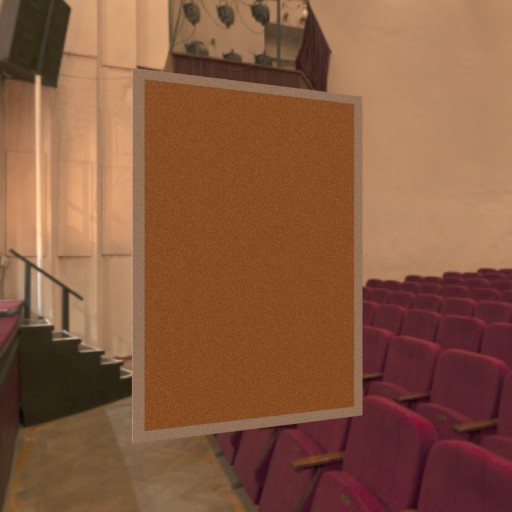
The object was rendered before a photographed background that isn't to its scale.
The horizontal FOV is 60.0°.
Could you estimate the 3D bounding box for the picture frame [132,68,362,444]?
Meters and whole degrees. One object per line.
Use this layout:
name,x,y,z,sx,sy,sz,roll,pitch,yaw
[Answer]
picture frame,0.000,0.000,0.850,0.457,0.657,0.013,0,0,-18
